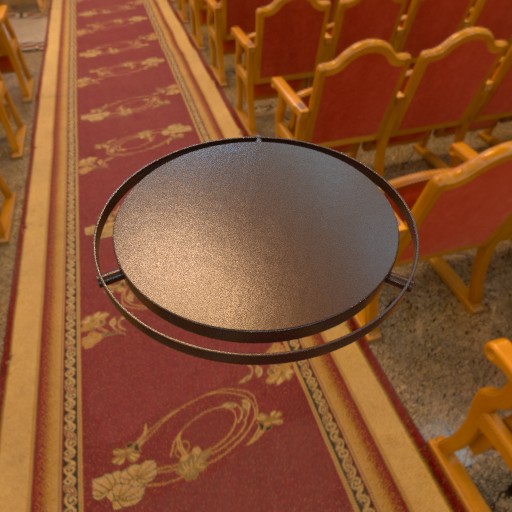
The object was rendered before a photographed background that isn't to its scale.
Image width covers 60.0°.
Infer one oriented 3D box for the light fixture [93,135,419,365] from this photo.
[{"bbox_3d":[0.000,0.000,0.548,0.361,0.130,0.361,0,45,0],"label":"light fixture"}]
